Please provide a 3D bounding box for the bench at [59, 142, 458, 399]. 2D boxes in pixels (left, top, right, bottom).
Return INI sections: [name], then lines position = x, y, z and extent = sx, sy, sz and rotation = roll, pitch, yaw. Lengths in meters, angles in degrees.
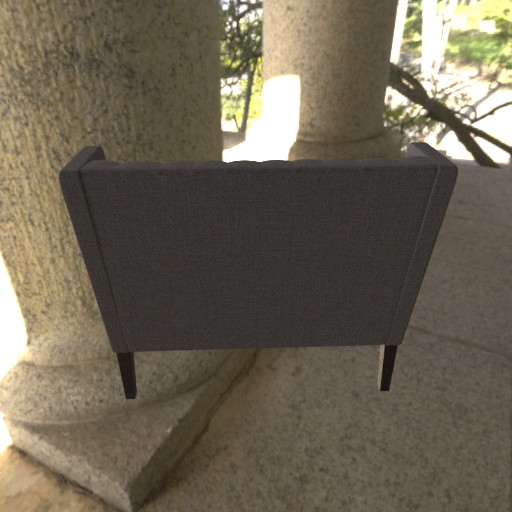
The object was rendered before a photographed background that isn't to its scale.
[bench]
position = 0.000, 0.000, 2.018
extent = 1.276, 1.121, 0.842
rotation = -1, 31, -2
